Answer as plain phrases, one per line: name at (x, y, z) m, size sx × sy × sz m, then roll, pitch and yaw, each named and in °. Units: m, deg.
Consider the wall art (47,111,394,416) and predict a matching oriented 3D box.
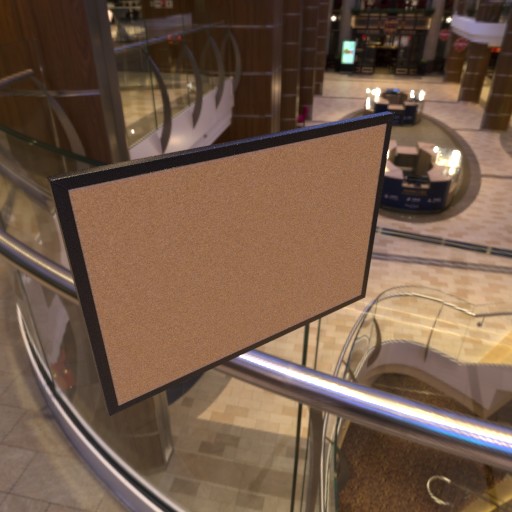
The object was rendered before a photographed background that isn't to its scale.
wall art at (0.000, 0.000, 0.574) m, size 0.440 × 0.306 × 0.013 m, roll -19°, pitch 36°, yaw -29°
